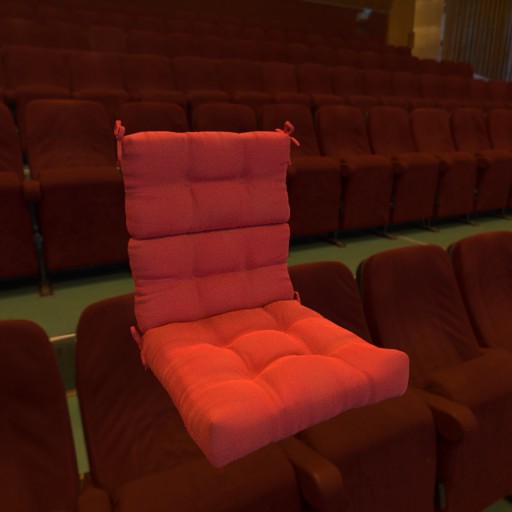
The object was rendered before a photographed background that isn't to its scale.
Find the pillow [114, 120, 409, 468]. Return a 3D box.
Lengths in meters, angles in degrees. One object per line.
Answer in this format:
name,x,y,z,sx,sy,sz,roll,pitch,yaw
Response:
pillow,0.000,0.000,1.019,0.519,0.605,0.571,-9,18,-28
